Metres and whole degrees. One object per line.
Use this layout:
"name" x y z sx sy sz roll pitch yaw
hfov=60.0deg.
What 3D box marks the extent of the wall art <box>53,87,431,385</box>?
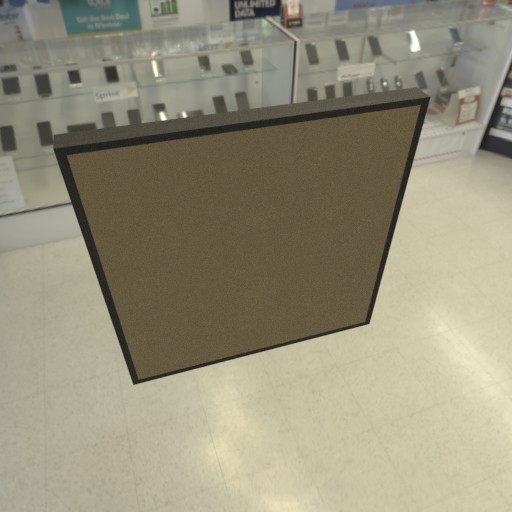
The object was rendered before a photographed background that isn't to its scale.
"wall art" 0.000 0.000 0.758 0.509 0.507 0.037 -12 43 -13
